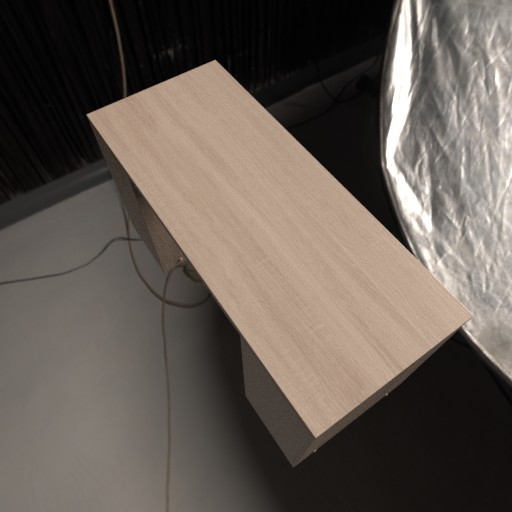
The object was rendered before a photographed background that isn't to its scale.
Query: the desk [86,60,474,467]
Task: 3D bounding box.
[{"bbox_3d":[0.000,0.000,1.784,0.600,0.740,1.390,-31,64,-17],"label":"desk"}]
